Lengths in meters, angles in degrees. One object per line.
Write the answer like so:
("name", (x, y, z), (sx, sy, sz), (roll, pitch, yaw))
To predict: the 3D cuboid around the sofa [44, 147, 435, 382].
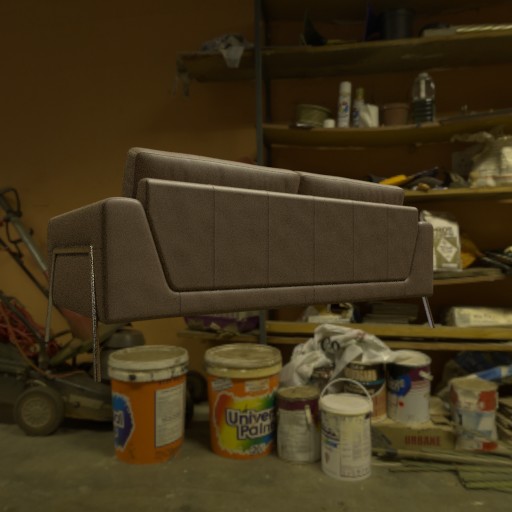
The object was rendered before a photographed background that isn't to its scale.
("sofa", (0.000, 0.000, 2.491), (2.017, 0.875, 0.953), (0, 0, -36))
